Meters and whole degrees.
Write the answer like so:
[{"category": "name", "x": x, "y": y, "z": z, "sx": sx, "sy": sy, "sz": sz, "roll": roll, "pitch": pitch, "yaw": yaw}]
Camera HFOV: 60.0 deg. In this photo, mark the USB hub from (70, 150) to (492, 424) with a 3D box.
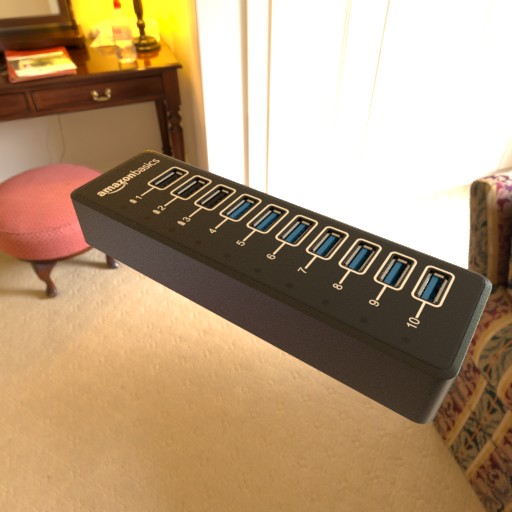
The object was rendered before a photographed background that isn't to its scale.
[{"category": "USB hub", "x": 0.000, "y": 0.000, "z": 0.158, "sx": 0.145, "sy": 0.023, "sz": 0.044, "roll": 24, "pitch": 47, "yaw": 25}]
